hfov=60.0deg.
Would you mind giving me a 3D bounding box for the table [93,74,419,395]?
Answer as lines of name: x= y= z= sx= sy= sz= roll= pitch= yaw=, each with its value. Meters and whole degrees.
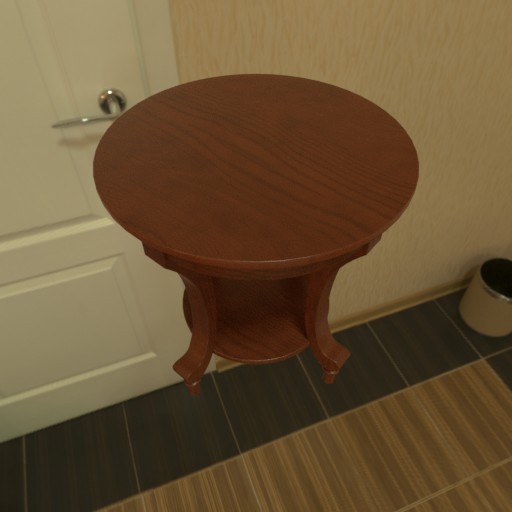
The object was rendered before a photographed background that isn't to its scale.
table: x=0.000 y=0.000 z=1.056 sx=0.597 sy=0.612 sz=0.597 roll=0 pitch=47 yaw=0
